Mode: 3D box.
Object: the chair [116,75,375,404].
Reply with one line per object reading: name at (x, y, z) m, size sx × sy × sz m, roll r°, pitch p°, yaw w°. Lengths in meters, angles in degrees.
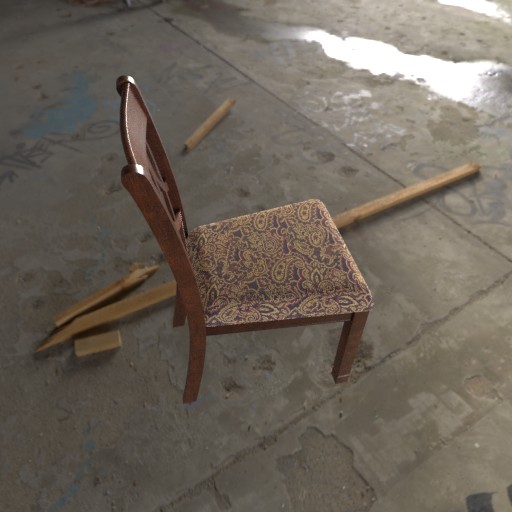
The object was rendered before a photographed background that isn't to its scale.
chair at (0.000, 0.000, 1.299) m, size 0.584 × 0.965 × 0.457 m, roll -10°, pitch 48°, yaw -9°
